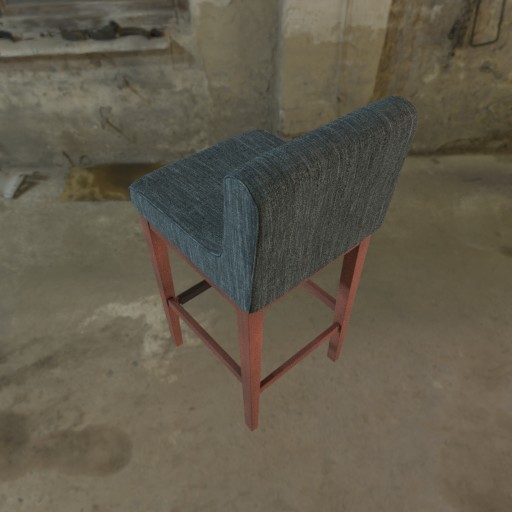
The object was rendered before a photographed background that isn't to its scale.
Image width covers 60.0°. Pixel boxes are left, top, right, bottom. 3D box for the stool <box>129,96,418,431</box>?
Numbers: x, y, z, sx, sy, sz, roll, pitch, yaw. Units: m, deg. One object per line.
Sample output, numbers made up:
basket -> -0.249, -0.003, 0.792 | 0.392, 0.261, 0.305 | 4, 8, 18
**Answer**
stool -> 0.000, 0.000, 1.093 | 0.395, 0.835, 0.459 | -31, 52, -28
